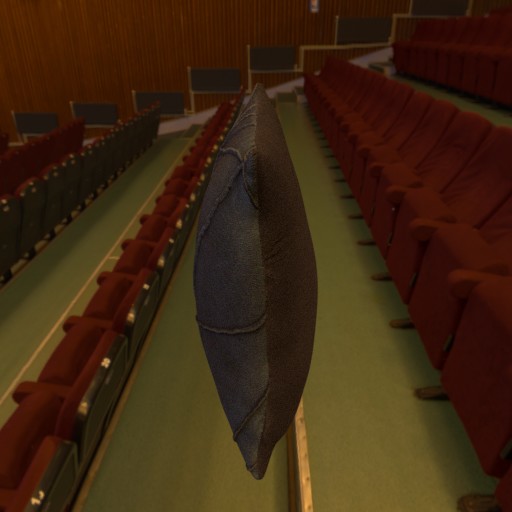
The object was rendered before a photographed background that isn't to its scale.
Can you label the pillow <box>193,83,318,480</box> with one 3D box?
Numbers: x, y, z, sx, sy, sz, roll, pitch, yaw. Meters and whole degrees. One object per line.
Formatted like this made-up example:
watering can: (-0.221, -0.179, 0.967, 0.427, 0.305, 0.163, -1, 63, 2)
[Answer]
pillow: (0.000, 0.000, 0.664, 0.183, 0.440, 0.439, 1, 28, 1)
